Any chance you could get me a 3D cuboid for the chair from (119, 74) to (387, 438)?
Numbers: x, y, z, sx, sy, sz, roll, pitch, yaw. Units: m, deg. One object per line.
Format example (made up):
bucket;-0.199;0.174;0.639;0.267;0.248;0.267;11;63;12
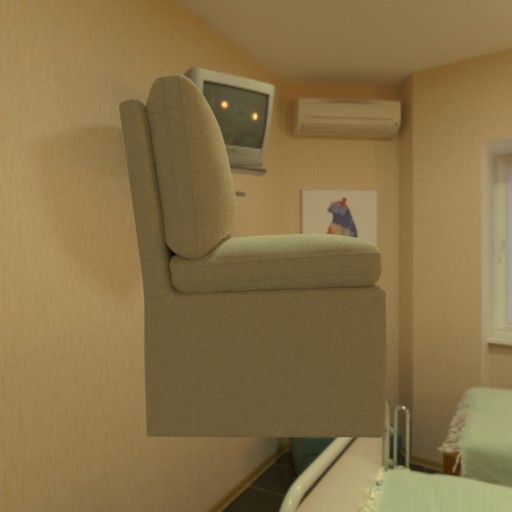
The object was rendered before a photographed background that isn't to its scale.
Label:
chair;0.000;0.000;1.350;0.698;0.927;0.503;0;0;0
